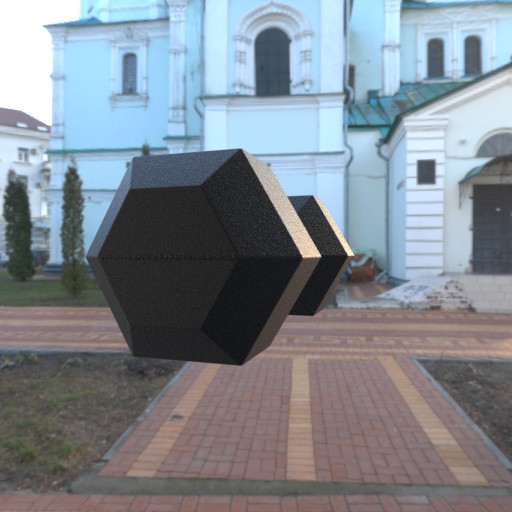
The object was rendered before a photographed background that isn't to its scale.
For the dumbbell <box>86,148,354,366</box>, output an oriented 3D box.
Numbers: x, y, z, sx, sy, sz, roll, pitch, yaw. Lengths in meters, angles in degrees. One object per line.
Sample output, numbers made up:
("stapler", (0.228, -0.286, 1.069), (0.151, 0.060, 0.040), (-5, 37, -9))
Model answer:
("dumbbell", (0.000, 0.000, 0.472), (0.173, 0.150, 0.384), (0, 0, 18))
